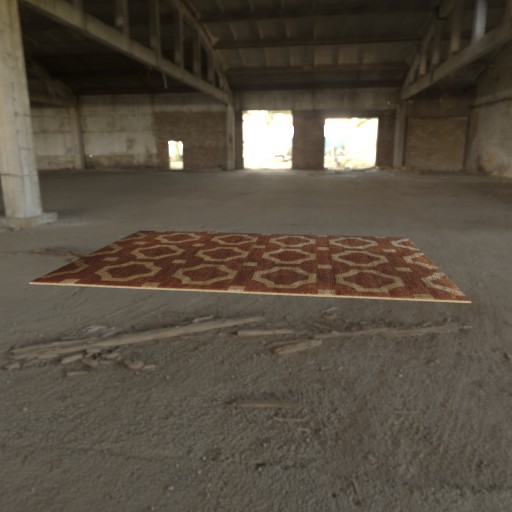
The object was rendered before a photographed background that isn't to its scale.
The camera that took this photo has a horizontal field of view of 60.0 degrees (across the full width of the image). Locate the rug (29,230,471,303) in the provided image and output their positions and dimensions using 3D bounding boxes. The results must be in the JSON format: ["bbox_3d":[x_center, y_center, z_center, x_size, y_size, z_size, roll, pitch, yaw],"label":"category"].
[{"bbox_3d":[0.000,0.000,3.012,2.286,0.016,1.555,2,14,7],"label":"rug"}]
